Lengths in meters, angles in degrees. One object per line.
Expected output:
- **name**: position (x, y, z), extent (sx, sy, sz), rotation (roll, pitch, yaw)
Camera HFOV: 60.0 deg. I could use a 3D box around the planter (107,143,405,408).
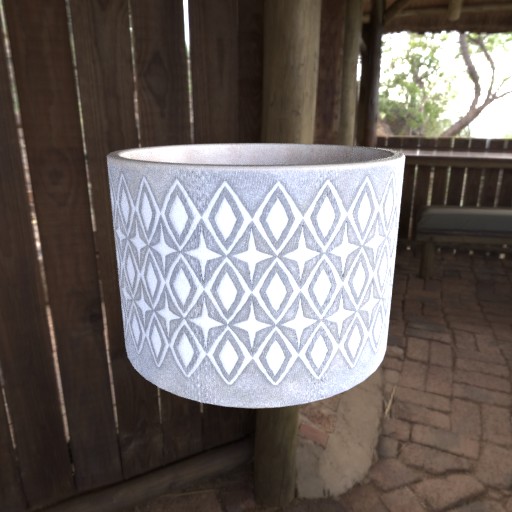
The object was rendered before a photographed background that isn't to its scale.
- **planter**: position (0.000, 0.000, 0.275), extent (0.164, 0.127, 0.164), rotation (0, 17, 0)
